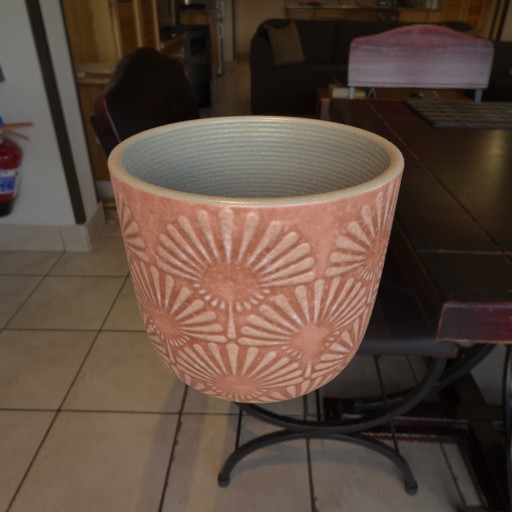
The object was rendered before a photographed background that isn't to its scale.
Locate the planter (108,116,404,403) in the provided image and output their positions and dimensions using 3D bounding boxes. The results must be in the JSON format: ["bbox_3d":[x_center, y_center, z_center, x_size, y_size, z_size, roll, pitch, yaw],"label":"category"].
[{"bbox_3d":[0.000,0.000,0.219,0.124,0.109,0.124,0,30,0],"label":"planter"}]
